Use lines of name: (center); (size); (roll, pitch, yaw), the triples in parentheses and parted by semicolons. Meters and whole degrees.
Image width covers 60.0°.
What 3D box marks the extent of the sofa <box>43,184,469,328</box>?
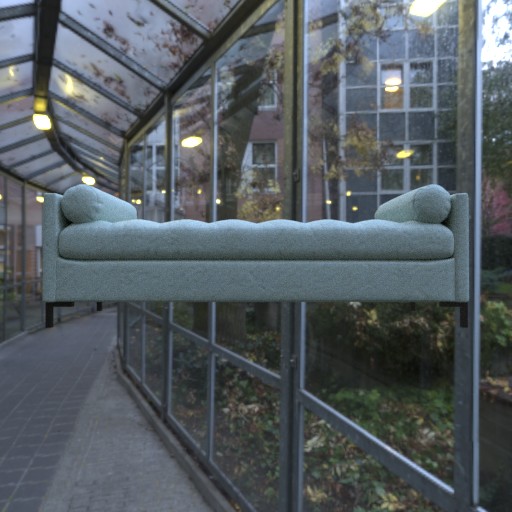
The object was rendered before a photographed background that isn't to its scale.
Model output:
sofa: (0.000, 0.000, 2.526); (2.102, 0.705, 0.796); (0, 0, 0)
